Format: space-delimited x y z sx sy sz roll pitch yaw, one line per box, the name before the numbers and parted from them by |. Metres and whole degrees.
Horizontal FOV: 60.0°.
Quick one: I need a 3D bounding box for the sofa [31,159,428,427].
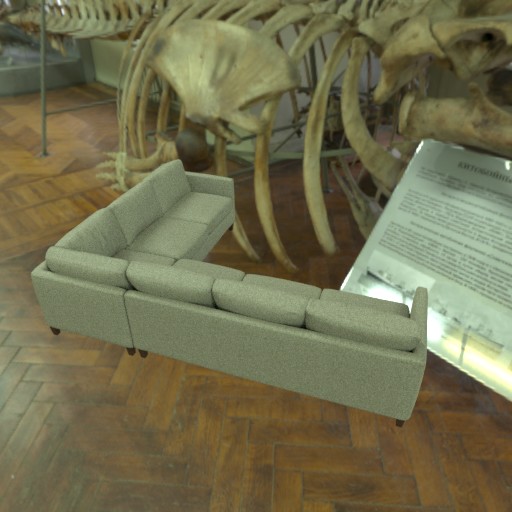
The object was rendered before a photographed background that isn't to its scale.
sofa | 0.000 0.000 4.517 3.302 0.947 2.593 10 34 16
